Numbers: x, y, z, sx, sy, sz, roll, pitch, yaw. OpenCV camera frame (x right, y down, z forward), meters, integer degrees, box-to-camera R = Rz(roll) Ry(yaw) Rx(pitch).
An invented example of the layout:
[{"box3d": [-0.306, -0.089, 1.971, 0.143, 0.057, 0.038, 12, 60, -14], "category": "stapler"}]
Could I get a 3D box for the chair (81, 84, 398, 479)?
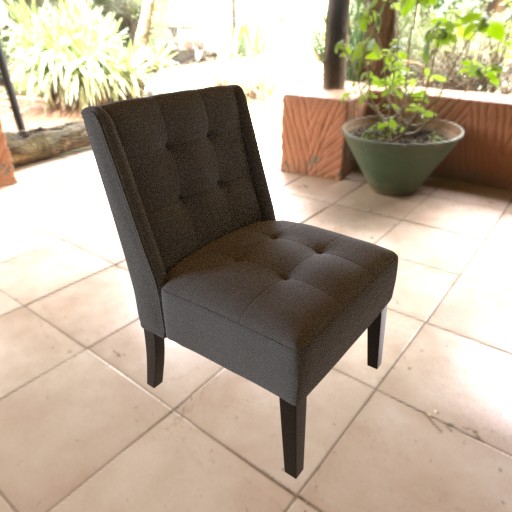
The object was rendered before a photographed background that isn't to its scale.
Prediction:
[{"box3d": [0.000, 0.000, 1.284, 0.676, 0.853, 0.569, 19, 33, 32], "category": "chair"}]
